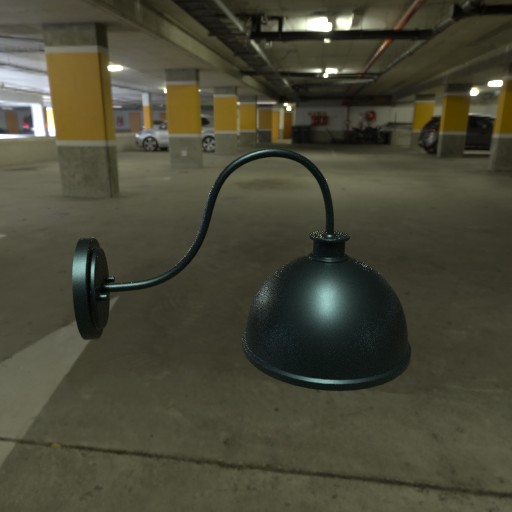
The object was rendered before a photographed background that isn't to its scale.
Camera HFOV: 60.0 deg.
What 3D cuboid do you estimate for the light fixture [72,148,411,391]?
[{"bbox_3d":[0.000,0.000,0.624,0.467,0.295,0.253,-3,17,-9],"label":"light fixture"}]
